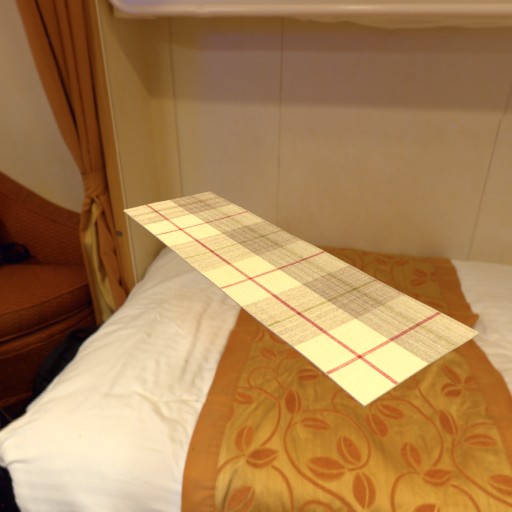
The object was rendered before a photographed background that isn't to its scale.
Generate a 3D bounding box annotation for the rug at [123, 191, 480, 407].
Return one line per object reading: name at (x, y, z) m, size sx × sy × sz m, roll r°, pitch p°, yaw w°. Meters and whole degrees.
rug at (0.000, 0.000, 2.701) m, size 0.762 × 0.013 × 2.439 m, roll -18°, pitch 32°, yaw -31°
